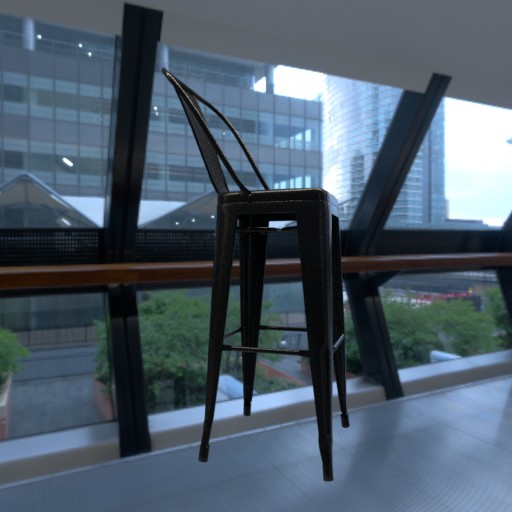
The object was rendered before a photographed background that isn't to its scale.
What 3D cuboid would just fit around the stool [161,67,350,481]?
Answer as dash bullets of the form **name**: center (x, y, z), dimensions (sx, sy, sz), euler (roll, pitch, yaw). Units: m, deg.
- **stool**: center (0.000, 0.000, 1.321), dimensions (0.513, 1.096, 0.399), euler (0, 0, 18)
